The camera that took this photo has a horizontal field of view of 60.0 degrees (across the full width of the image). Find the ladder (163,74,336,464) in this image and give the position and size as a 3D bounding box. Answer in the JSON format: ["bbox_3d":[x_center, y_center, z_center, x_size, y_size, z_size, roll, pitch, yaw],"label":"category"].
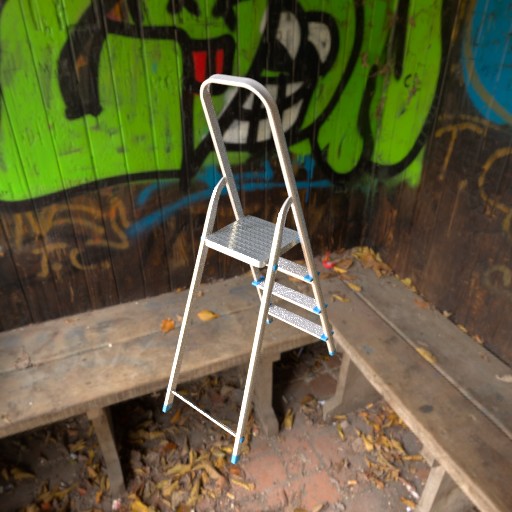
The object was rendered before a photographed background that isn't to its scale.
[{"bbox_3d":[0.000,0.000,1.847,0.445,1.434,0.842,22,37,32],"label":"ladder"}]
